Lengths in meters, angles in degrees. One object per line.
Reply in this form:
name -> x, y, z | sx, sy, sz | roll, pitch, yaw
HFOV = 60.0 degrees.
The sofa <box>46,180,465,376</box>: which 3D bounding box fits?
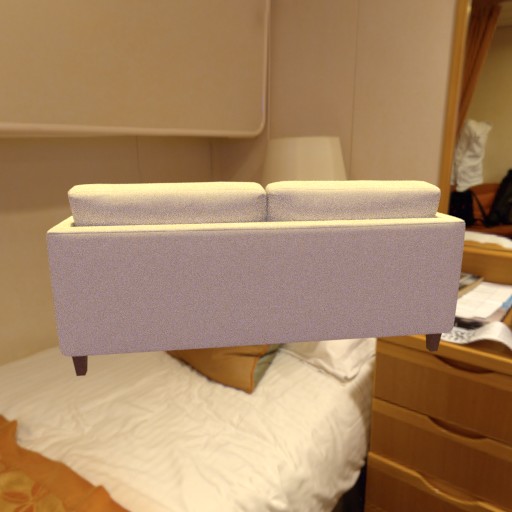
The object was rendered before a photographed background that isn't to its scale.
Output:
sofa -> 0.000, 0.000, 2.543 | 1.981, 0.889, 0.965 | -2, 14, -8
